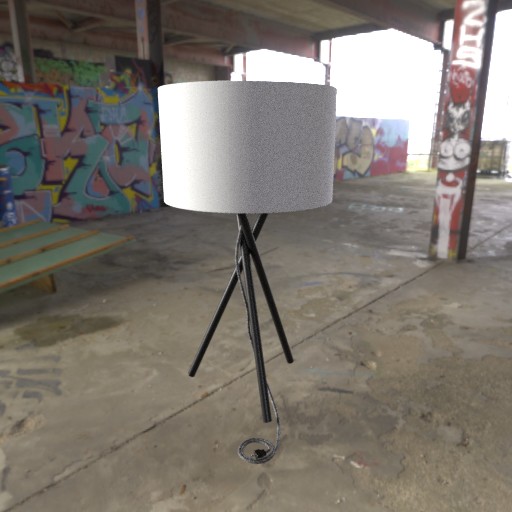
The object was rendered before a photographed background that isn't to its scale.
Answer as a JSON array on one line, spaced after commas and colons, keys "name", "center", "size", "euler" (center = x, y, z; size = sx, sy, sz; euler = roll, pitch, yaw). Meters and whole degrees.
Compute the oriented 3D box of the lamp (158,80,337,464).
[{"name": "lamp", "center": [0.000, 0.000, 0.950], "size": [0.353, 0.674, 0.422], "euler": [-8, 18, -26]}]
